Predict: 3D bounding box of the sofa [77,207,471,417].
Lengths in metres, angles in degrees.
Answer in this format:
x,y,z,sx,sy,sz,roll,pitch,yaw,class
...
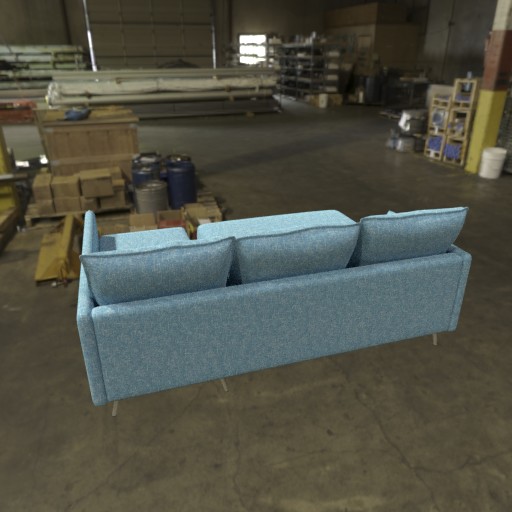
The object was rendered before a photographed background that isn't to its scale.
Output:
x,y,z,sx,sy,sz,roll,pitch,yaw,class
0.000,0.000,2.809,2.034,0.899,1.420,-8,26,-16,sofa
